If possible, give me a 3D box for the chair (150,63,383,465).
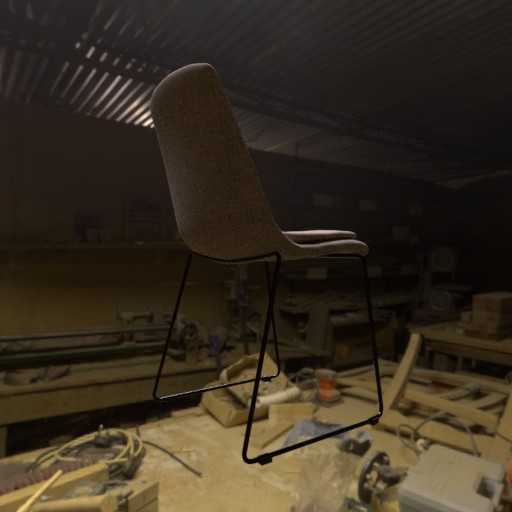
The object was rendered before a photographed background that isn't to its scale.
[{"bbox_3d":[0.000,0.000,1.195,0.518,0.858,0.479,-1,1,-36],"label":"chair"}]
